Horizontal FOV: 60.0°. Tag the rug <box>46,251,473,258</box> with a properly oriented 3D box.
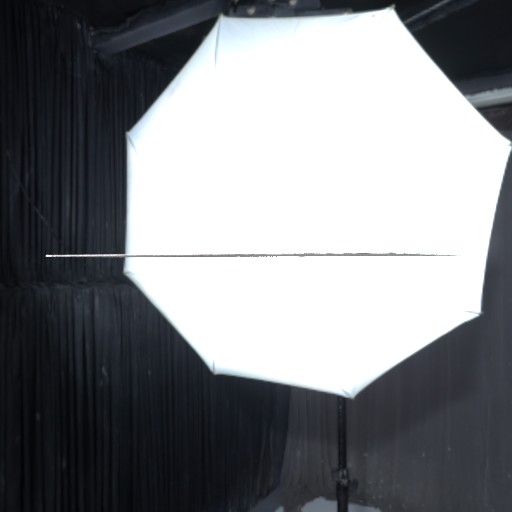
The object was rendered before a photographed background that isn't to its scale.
[{"bbox_3d":[0.000,0.000,2.964,2.440,0.010,1.528,0,-1,34],"label":"rug"}]
